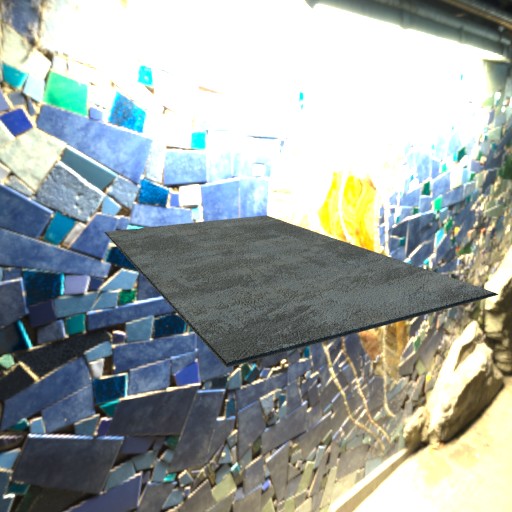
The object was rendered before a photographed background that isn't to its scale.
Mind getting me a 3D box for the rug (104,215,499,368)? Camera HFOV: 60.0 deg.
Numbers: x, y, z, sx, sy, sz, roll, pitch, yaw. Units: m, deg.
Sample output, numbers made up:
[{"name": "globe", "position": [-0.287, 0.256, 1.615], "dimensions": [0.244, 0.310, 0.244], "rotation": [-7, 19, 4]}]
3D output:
[{"name": "rug", "position": [0.000, 0.000, 2.963], "dimensions": [1.536, 0.012, 2.431], "rotation": [-8, 18, -27]}]
